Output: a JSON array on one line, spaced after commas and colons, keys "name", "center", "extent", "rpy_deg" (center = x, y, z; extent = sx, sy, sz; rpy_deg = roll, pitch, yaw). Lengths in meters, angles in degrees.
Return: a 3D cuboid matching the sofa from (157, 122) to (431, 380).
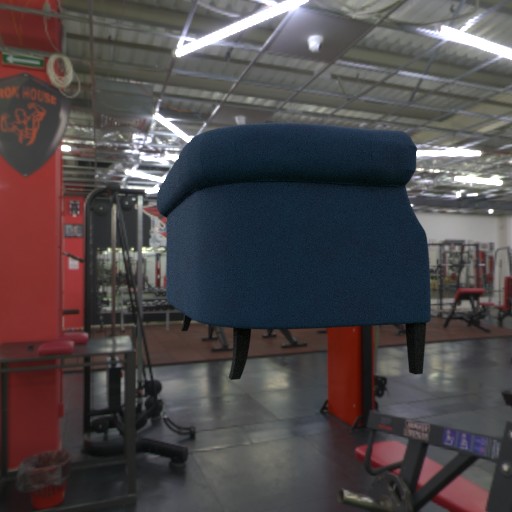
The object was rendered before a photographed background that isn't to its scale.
[{"name": "sofa", "center": [0.000, 0.000, 2.062], "extent": [0.835, 0.827, 1.558], "rpy_deg": [0, -1, -18]}]
